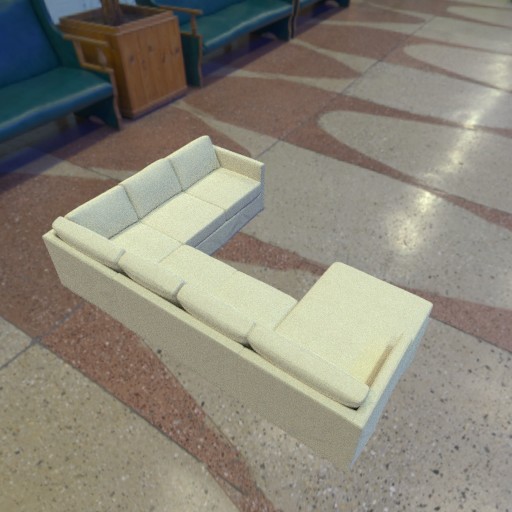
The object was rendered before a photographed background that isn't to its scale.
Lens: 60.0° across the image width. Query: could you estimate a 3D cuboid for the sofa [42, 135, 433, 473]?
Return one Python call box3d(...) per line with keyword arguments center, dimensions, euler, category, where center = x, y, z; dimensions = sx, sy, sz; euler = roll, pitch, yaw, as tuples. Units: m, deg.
box3d(center=(0.000, 0.000, 4.494), dimensions=(3.464, 0.882, 2.448), euler=(25, 47, 25), category="sofa")
